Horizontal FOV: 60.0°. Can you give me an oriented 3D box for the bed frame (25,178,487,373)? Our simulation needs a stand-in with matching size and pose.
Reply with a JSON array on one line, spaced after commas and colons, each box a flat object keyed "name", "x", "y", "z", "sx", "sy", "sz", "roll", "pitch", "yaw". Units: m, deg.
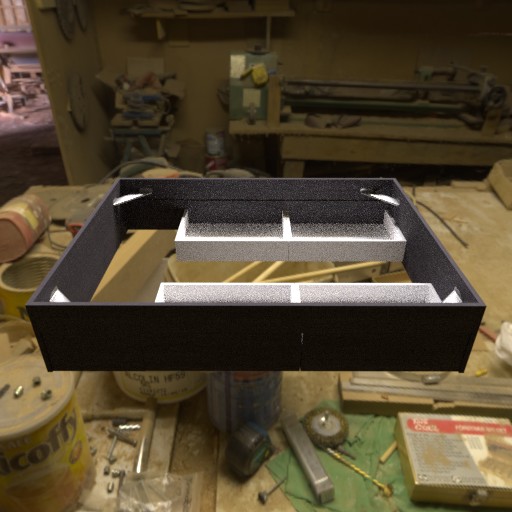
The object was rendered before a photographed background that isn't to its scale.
[{"name": "bed frame", "x": 0.000, "y": 0.000, "z": 2.586, "sx": 1.944, "sy": 0.459, "sz": 1.448, "roll": 0, "pitch": 31, "yaw": 0}]
